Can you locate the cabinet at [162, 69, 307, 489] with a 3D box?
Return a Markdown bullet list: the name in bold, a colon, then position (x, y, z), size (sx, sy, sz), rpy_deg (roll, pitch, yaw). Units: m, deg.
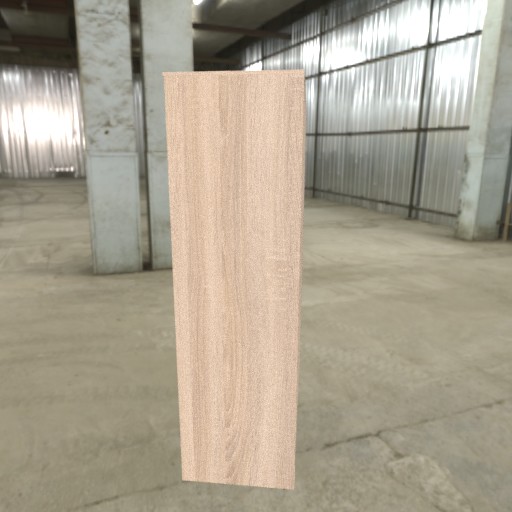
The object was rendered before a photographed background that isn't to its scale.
- **cabinet**: position (0.000, 0.000, 3.016), size (0.620, 2.060, 1.870), rpy_deg (2, 14, 6)
